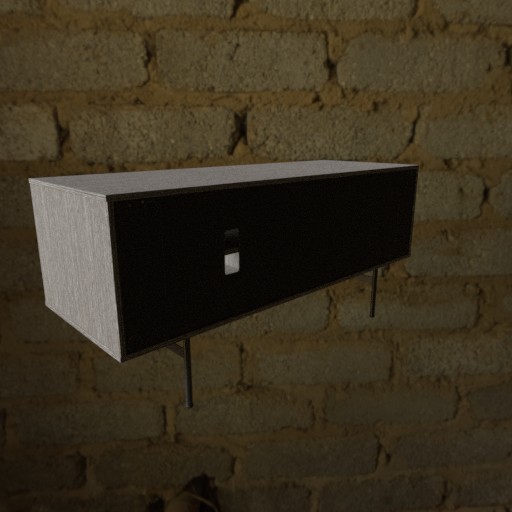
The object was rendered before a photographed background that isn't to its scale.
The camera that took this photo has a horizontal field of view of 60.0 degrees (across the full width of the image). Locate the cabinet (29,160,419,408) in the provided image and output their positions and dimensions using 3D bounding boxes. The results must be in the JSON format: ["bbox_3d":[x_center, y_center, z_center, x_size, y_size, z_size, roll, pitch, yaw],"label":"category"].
[{"bbox_3d":[0.000,0.000,1.574,1.300,0.599,0.500,-14,21,-41],"label":"cabinet"}]
